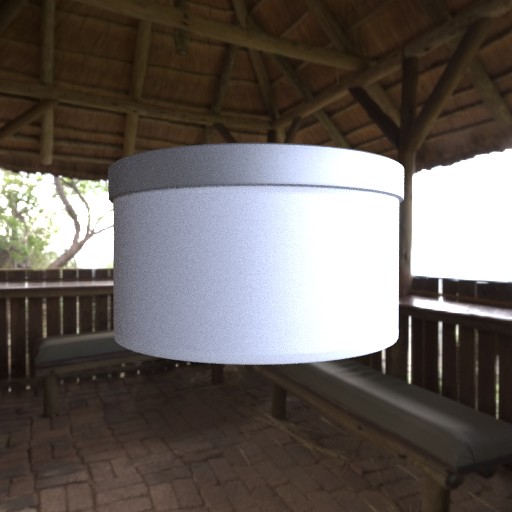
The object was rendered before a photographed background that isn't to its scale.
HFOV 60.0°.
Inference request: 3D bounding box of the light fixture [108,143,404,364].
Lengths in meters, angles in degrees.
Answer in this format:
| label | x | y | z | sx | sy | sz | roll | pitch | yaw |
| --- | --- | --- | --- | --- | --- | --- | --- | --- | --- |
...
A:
| label | x | y | z | sx | sy | sz | roll | pitch | yaw |
| --- | --- | --- | --- | --- | --- | --- | --- | --- | --- |
| light fixture | 0.000 | 0.000 | 0.623 | 0.393 | 0.229 | 0.393 | 0 | 1 | 0 |
